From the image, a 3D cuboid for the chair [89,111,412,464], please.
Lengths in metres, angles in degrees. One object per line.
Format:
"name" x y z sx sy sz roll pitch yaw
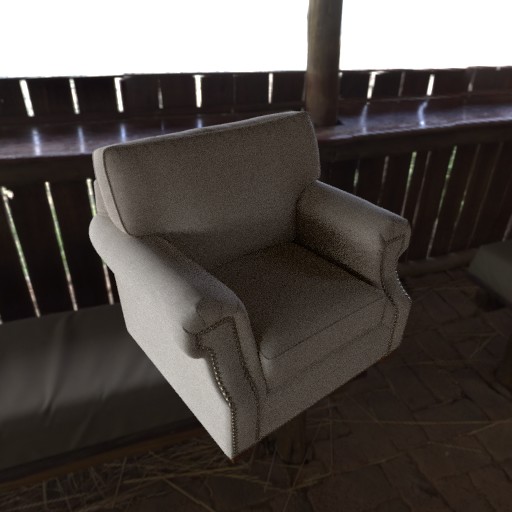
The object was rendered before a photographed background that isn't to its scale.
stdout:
"chair" 0.000 0.000 1.837 1.092 0.961 0.965 -22 37 -32
